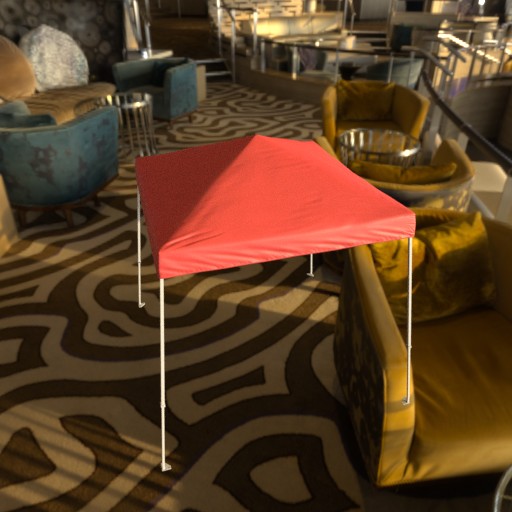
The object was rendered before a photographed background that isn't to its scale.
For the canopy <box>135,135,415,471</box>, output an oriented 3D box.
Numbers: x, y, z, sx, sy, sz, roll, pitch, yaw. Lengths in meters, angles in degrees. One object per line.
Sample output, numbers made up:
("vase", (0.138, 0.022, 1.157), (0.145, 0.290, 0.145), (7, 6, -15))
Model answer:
("canopy", (0.000, 0.000, 6.565), (3.600, 3.600, 3.599), (-9, 33, -15))
